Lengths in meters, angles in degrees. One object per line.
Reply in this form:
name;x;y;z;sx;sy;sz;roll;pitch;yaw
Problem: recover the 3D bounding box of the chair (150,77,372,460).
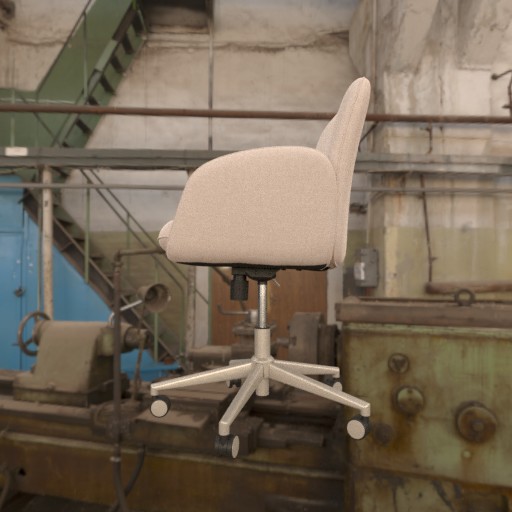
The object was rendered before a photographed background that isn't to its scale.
chair;0.000;0.000;1.345;0.633;0.959;0.648;0;-1;-1
